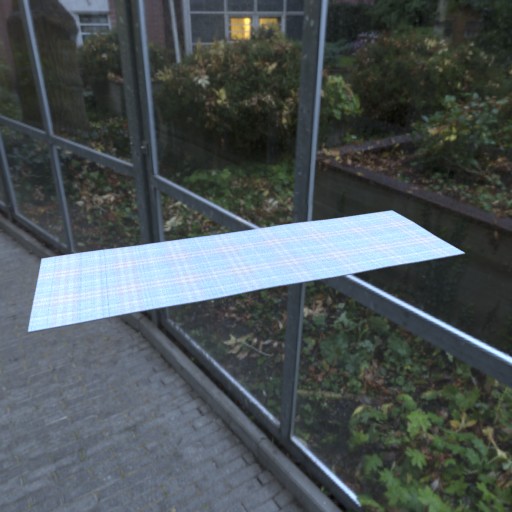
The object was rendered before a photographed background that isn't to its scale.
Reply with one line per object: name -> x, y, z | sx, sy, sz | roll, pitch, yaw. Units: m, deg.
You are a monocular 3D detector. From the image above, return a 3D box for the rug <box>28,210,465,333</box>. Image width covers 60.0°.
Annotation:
rug -> 0.000, 0.000, 2.671 | 2.439, 0.013, 0.762 | -9, 28, -17
